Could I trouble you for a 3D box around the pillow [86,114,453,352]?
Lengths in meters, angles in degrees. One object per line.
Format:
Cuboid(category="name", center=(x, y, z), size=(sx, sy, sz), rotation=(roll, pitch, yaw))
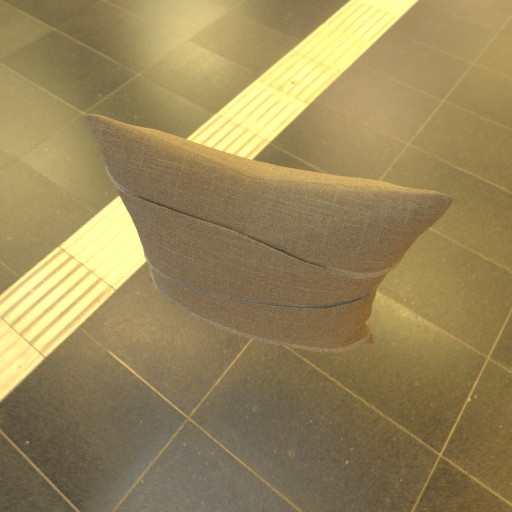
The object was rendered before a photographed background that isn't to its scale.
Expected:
Cuboid(category="pillow", center=(0.000, 0.000, 0.636), size=(0.424, 0.400, 0.169), rotation=(15, 59, 9))
